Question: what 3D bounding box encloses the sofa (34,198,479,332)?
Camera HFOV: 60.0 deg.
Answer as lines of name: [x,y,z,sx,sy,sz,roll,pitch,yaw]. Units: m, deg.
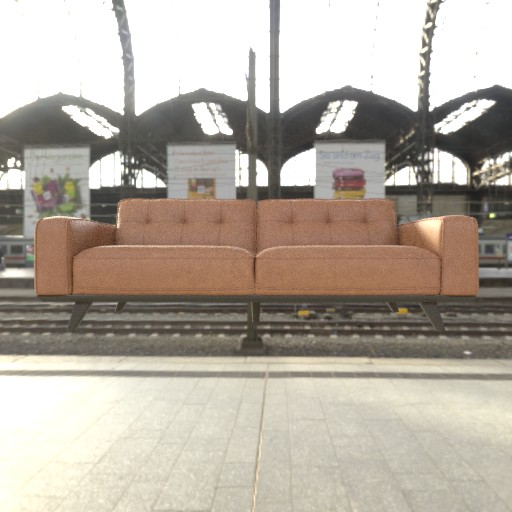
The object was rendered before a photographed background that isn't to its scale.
sofa: [0.000,0.000,2.691,2.270,0.780,0.953,0,0,1]
